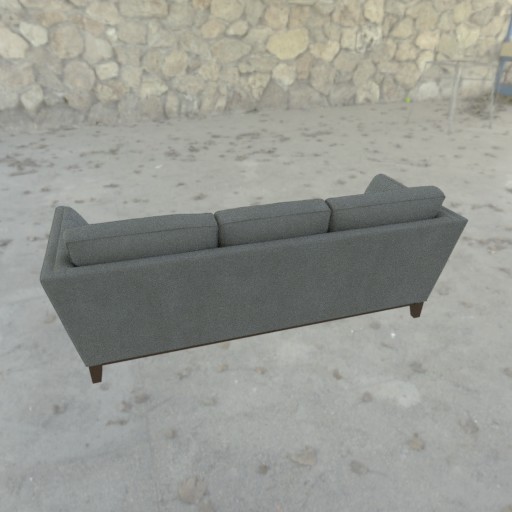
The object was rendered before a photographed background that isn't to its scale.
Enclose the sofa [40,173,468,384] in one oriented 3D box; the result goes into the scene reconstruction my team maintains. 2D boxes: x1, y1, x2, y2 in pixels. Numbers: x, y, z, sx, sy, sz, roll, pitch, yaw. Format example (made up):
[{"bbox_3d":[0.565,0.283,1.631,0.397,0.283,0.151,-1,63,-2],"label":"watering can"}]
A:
[{"bbox_3d":[0.000,0.000,2.890,2.387,0.940,0.965,-8,29,-15],"label":"sofa"}]
